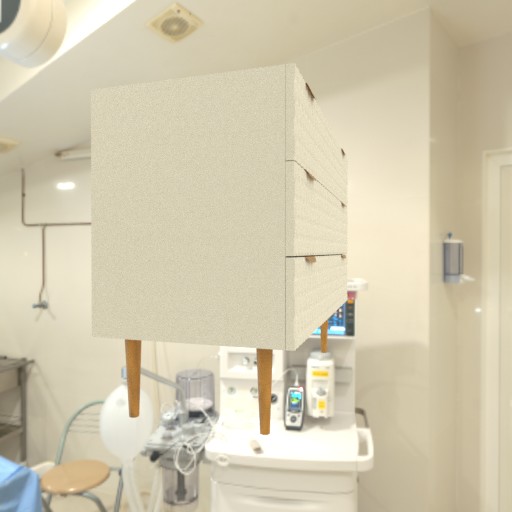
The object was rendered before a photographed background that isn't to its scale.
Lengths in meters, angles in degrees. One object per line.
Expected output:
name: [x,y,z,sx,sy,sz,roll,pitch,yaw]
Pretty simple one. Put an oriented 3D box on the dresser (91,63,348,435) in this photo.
dresser: [0.000,0.000,1.318,0.457,0.721,0.905,0,1,18]
